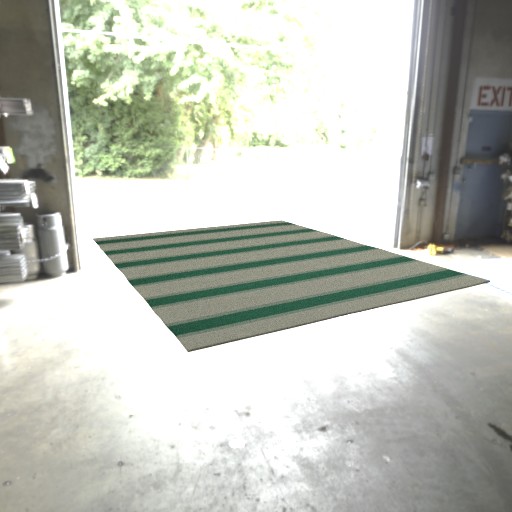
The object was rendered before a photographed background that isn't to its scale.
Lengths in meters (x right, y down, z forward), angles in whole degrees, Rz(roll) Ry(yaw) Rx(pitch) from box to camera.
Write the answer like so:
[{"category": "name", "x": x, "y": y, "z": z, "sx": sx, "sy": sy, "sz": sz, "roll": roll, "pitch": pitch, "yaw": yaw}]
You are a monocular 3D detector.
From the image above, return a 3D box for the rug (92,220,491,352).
[{"category": "rug", "x": 0.000, "y": 0.000, "z": 4.107, "sx": 2.434, "sy": 0.019, "sz": 3.041, "roll": -8, "pitch": 17, "yaw": -27}]
